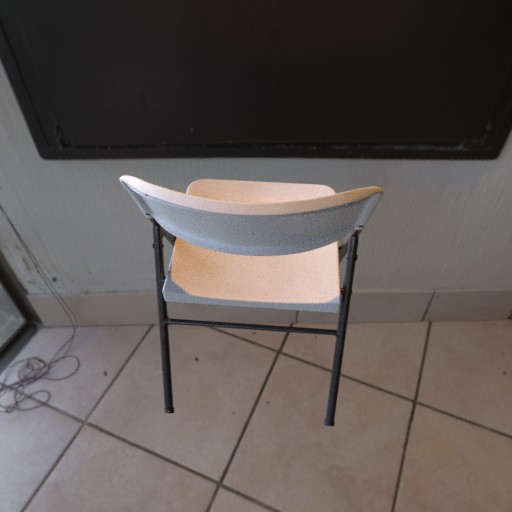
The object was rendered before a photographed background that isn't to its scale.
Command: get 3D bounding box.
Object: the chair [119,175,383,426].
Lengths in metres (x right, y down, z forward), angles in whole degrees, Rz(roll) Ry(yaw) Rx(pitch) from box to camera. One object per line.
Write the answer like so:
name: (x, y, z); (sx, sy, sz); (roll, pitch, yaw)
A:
chair: (0.000, 0.000, 1.161); (0.494, 0.810, 0.566); (3, 47, 3)
